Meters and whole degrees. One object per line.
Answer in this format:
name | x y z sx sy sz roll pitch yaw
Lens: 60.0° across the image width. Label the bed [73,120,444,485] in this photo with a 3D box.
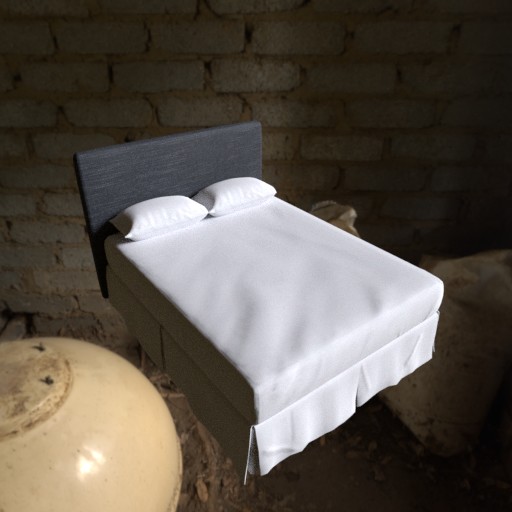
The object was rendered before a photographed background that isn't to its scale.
bed | 0.000 0.000 3.184 1.723 1.330 2.142 -21 36 -31
